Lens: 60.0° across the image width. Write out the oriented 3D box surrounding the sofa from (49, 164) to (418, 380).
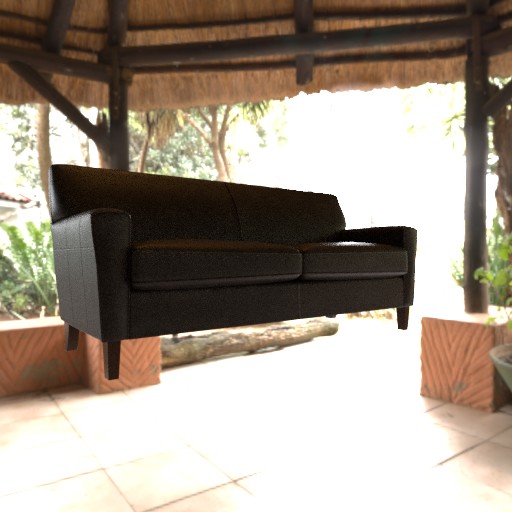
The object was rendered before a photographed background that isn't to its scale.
[{"bbox_3d":[0.000,0.000,2.538,2.053,0.947,0.805,0,1,-36],"label":"sofa"}]
